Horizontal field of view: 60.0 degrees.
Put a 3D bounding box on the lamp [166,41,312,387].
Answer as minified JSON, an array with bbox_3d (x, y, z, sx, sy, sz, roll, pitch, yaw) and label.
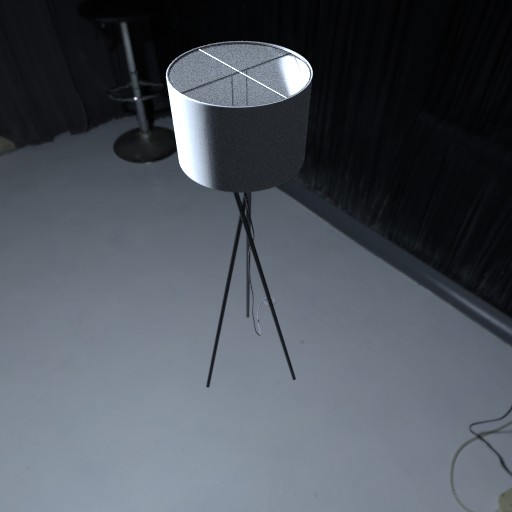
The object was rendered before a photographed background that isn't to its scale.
[{"bbox_3d":[0.000,0.000,1.910,0.667,1.624,0.522,-32,55,-26],"label":"lamp"}]
